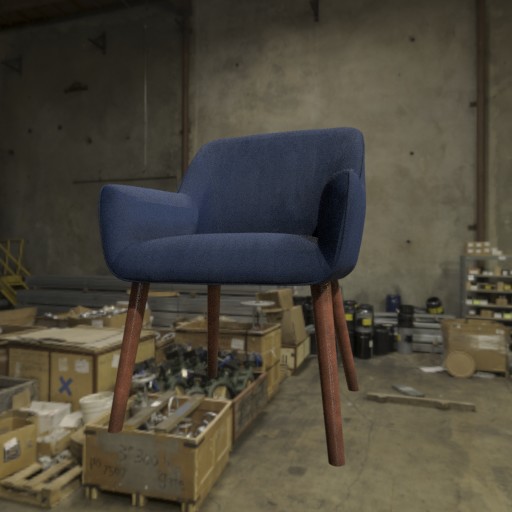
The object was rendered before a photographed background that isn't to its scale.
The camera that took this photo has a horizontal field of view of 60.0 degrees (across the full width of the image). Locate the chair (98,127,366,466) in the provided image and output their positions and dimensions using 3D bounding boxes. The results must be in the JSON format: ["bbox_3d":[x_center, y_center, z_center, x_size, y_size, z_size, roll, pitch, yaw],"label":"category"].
[{"bbox_3d":[0.000,0.000,1.214,0.600,0.820,0.600,0,0,19],"label":"chair"}]
